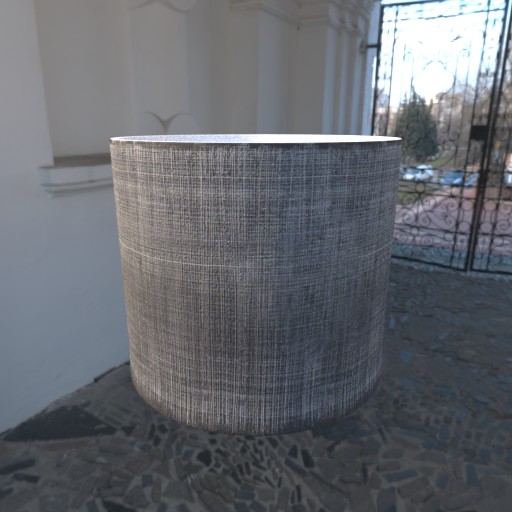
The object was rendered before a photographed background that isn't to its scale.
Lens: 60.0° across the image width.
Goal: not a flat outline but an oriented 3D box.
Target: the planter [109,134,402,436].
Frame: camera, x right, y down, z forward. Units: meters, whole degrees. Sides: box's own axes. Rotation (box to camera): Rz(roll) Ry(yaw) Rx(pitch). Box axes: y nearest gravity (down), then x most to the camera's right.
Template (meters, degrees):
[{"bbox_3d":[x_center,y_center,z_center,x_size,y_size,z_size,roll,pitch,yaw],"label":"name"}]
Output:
[{"bbox_3d":[0.000,0.000,0.304,0.178,0.157,0.178,0,16,0],"label":"planter"}]
